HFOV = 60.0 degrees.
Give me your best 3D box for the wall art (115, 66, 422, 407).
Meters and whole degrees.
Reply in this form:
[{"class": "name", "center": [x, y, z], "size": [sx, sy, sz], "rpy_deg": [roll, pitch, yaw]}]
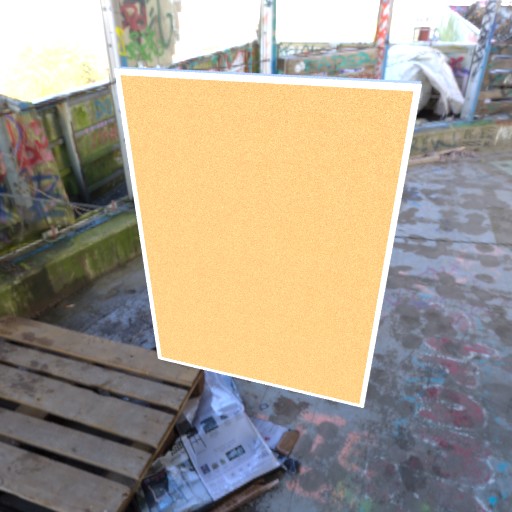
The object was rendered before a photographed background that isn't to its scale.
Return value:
[{"class": "wall art", "center": [0.000, 0.000, 1.593], "size": [0.914, 1.221, 0.046], "rpy_deg": [9, 32, 15]}]
